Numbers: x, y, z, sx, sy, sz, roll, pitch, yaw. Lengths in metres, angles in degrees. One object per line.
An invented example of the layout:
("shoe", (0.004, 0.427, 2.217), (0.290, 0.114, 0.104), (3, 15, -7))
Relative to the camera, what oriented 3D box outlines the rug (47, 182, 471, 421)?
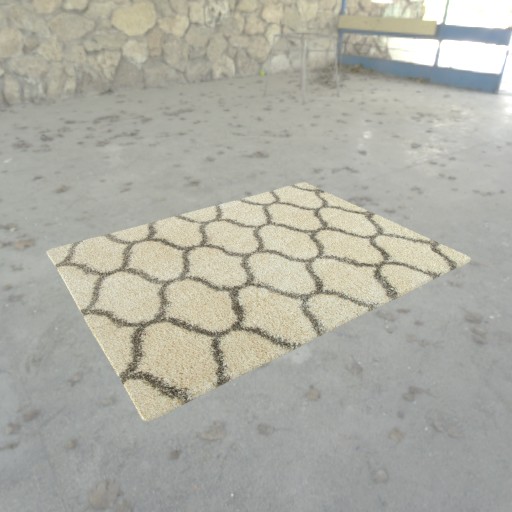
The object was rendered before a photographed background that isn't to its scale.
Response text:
("rug", (0.000, 0.000, 2.077), (1.600, 0.025, 1.200), (-19, 35, -30))
